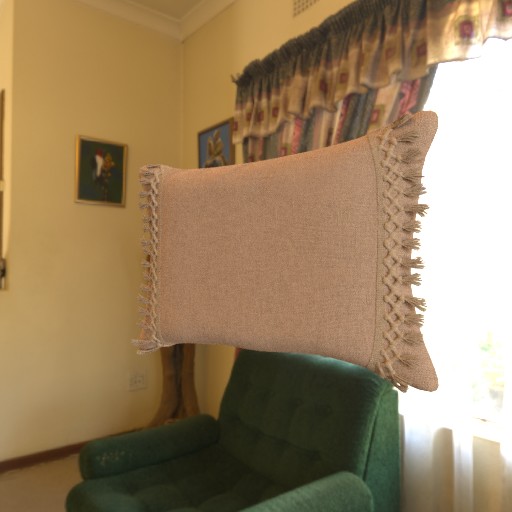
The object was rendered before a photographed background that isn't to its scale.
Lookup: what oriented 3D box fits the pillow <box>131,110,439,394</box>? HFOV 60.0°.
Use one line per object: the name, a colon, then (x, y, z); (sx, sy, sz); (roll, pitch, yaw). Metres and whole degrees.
pillow: (0.000, 0.000, 0.593); (0.466, 0.305, 0.084); (-1, -2, 35)
